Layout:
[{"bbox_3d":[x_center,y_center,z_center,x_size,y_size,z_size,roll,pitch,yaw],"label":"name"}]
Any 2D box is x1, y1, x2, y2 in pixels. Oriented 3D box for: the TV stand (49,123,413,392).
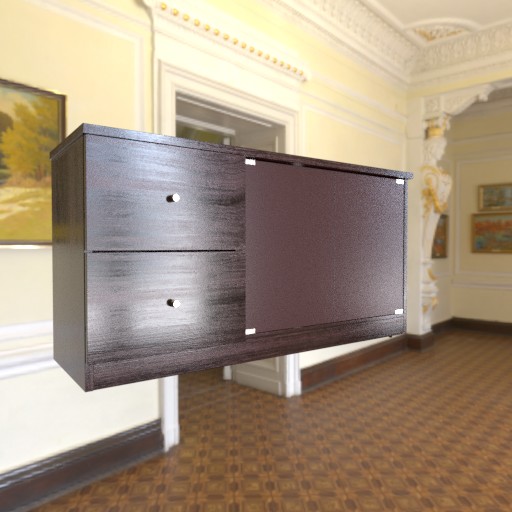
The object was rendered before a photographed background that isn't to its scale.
[{"bbox_3d":[0.000,0.000,1.480,1.192,0.614,0.404,-1,2,-35],"label":"TV stand"}]
